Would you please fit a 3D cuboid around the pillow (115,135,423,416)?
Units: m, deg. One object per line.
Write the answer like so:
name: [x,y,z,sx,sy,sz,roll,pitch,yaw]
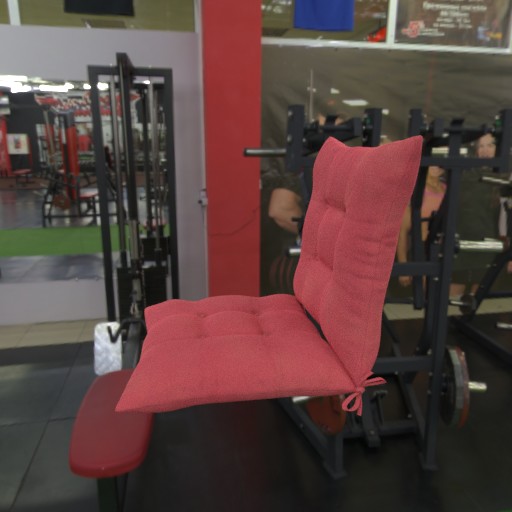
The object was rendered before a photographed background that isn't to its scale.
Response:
pillow: [0.000,0.000,1.022,0.585,0.536,0.541,-2,15,-8]
